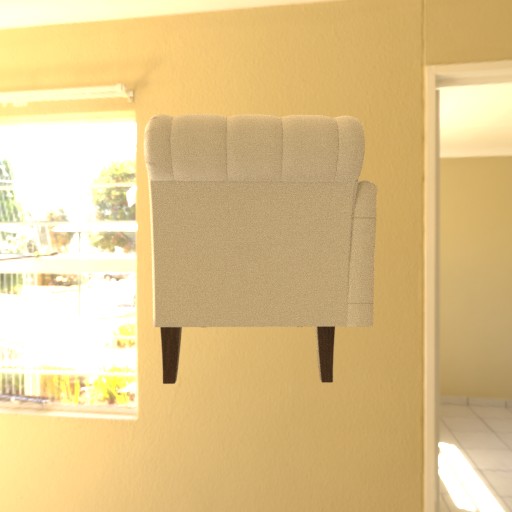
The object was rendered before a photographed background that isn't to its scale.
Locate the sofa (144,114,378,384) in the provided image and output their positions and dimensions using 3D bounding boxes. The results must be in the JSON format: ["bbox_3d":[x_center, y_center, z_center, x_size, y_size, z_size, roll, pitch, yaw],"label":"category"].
[{"bbox_3d":[0.000,0.000,1.849,0.675,0.787,1.379,0,0,-2],"label":"sofa"}]
